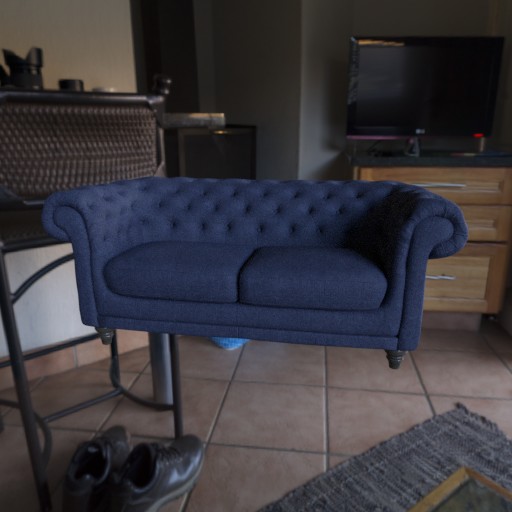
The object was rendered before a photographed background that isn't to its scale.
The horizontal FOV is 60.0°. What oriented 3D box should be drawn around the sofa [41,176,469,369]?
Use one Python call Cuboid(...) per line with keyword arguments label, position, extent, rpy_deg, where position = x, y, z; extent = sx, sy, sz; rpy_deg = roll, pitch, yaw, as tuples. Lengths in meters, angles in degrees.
Cuboid(label="sofa", position=(0.000, 0.000, 2.542), extent=(1.988, 0.833, 1.082), rpy_deg=(3, 16, 10))
